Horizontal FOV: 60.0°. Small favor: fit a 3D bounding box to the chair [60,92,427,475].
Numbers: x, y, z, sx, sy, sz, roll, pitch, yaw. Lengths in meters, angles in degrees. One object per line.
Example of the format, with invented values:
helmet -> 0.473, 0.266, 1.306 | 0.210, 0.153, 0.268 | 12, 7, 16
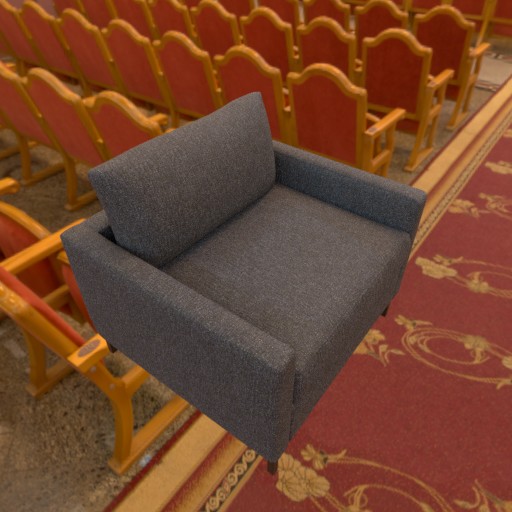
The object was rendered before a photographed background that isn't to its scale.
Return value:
chair -> 0.000, 0.000, 1.598 | 0.866, 0.861, 0.963 | 26, 48, 27
